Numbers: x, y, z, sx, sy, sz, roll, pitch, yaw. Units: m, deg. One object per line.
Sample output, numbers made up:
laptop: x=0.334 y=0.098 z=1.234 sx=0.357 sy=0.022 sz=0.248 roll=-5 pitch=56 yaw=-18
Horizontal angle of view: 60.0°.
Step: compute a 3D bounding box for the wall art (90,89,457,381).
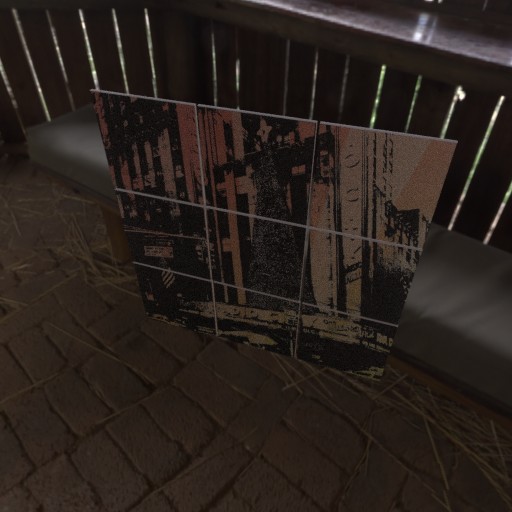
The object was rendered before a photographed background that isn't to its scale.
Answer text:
wall art: x=0.000 y=0.000 z=2.270 sx=1.527 sy=1.521 sz=0.017 roll=13 pitch=43 yaw=14
